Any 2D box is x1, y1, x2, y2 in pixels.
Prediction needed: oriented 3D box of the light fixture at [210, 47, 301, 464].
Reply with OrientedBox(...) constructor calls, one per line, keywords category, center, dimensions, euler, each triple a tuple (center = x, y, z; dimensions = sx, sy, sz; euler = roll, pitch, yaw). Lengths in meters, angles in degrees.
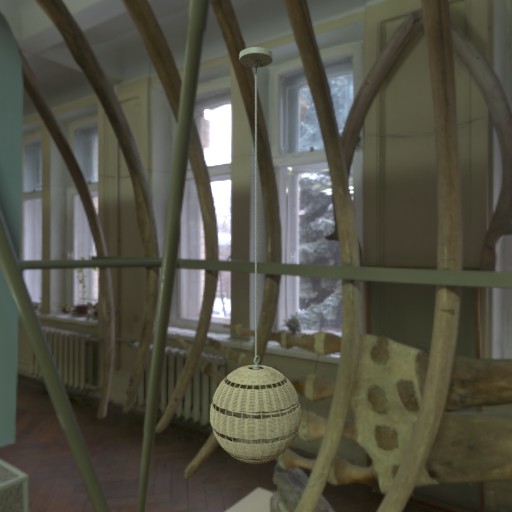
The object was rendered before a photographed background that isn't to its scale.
OrientedBox(category="light fixture", center=(0.000, 0.000, 2.223), dimensions=(0.457, 2.019, 0.457), euler=(0, 0, 35))
